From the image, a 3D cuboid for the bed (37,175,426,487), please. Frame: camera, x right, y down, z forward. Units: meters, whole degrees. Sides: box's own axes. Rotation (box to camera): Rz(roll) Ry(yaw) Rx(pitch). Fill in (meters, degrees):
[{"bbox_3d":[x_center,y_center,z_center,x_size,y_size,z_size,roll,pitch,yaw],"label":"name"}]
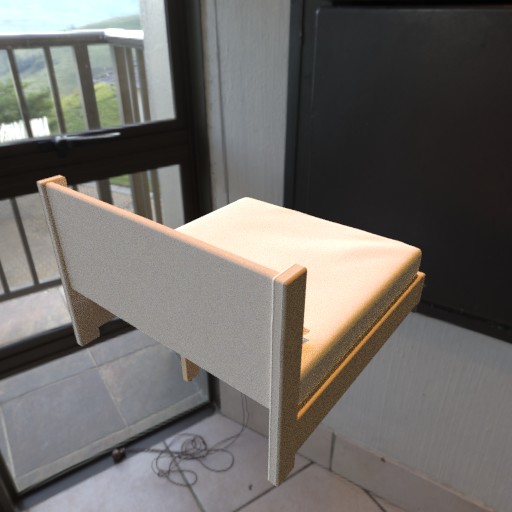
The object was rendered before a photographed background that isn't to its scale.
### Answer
[{"bbox_3d":[0.000,0.000,3.675,2.145,1.471,2.293,21,36,33],"label":"bed"}]
